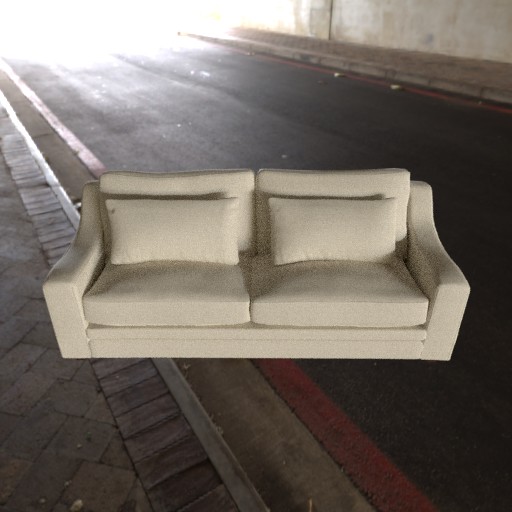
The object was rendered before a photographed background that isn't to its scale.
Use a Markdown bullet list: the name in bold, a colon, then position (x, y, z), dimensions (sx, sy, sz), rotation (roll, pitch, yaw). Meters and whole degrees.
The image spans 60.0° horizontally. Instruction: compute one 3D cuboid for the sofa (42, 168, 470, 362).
- **sofa**: position (0.000, 0.000, 2.966), dimensions (2.470, 1.022, 1.009), rotation (0, 31, 0)
